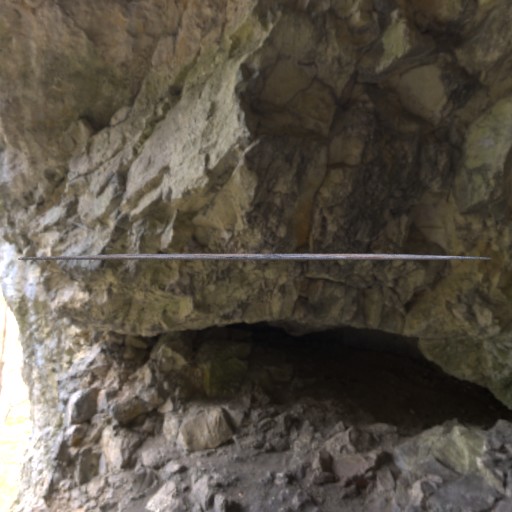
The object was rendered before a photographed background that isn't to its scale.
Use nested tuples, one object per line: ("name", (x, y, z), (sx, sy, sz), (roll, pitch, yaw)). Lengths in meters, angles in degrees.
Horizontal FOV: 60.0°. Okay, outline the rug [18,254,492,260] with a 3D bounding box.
("rug", (0.000, 0.000, 4.033), (3.040, 0.014, 2.423), (0, 1, 0))
